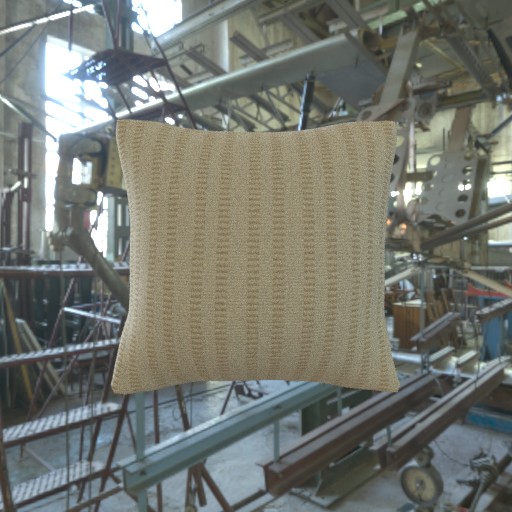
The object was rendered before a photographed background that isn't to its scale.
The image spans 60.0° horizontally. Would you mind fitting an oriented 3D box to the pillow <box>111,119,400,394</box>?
[{"bbox_3d":[0.000,0.000,0.679,0.438,0.419,0.247,0,0,-1],"label":"pillow"}]
